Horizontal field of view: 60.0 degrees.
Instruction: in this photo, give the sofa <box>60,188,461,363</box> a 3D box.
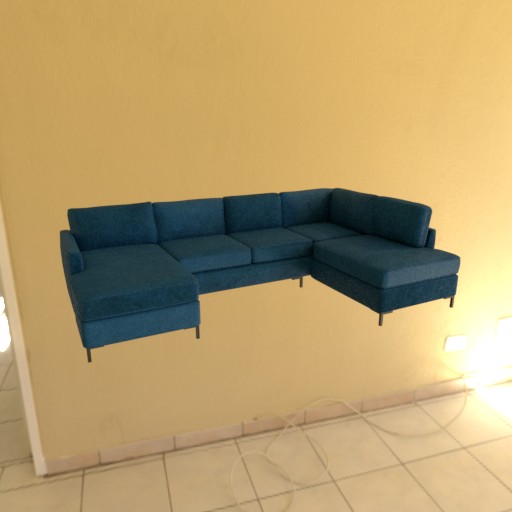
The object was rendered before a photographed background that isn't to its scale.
[{"bbox_3d":[0.000,0.000,4.386,3.434,0.992,2.055,-8,19,-26],"label":"sofa"}]
